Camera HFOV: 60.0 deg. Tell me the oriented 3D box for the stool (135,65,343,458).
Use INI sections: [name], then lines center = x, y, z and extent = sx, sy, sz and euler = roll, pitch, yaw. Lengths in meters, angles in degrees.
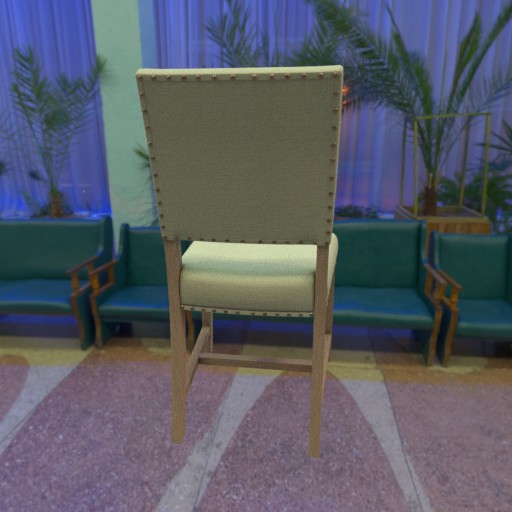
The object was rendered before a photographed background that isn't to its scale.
[stool]
center = 0.000, 0.000, 1.325
extent = 0.508, 0.986, 0.623
euler = 2, 17, 8
